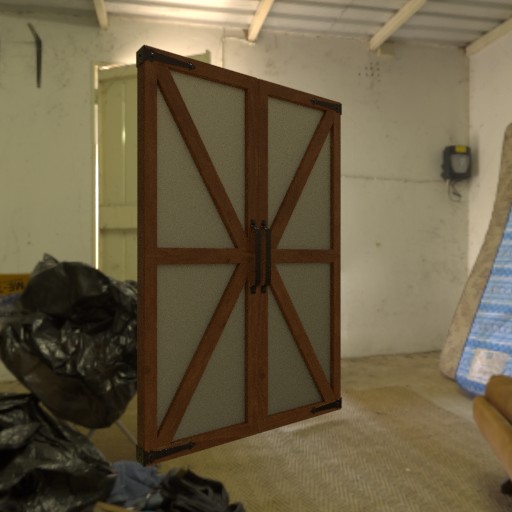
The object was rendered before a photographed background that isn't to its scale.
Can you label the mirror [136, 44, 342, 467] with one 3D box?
[{"bbox_3d":[0.000,0.000,0.955,0.517,0.761,0.053,0,0,-36],"label":"mirror"}]
